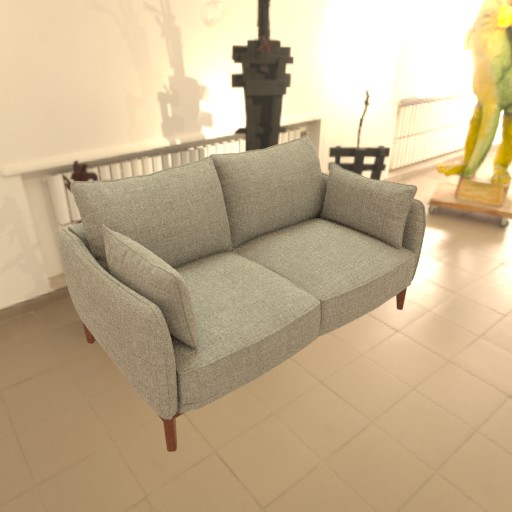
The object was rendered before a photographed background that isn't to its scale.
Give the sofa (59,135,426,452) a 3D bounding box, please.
[{"bbox_3d":[0.000,0.000,2.159,1.580,0.851,0.972,-21,35,-34],"label":"sofa"}]
